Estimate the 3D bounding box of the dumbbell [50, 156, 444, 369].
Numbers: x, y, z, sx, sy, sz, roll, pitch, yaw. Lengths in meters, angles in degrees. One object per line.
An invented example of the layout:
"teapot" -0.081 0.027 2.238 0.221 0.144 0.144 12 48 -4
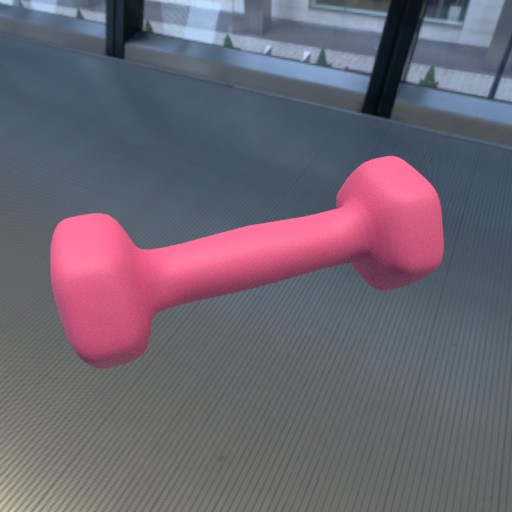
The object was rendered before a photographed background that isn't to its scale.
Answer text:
"dumbbell" 0.000 0.000 0.175 0.146 0.053 0.058 -13 44 -14
